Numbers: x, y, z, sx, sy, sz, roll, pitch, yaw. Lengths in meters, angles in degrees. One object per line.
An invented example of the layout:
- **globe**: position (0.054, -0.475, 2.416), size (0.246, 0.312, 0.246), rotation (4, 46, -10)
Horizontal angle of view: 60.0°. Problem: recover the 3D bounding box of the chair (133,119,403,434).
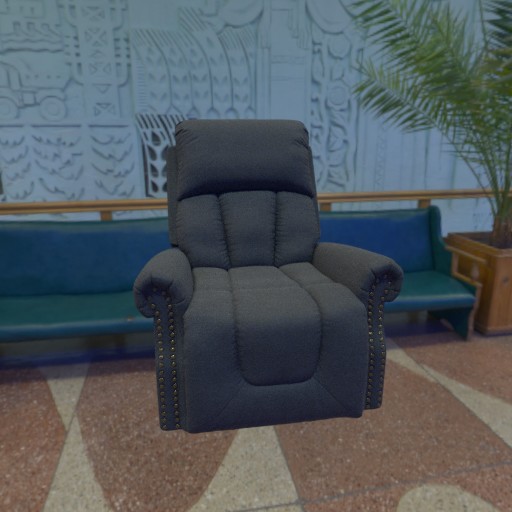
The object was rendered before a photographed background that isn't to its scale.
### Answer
- **chair**: position (0.000, 0.000, 1.740), size (0.871, 1.031, 0.979), rotation (-3, 17, -9)
